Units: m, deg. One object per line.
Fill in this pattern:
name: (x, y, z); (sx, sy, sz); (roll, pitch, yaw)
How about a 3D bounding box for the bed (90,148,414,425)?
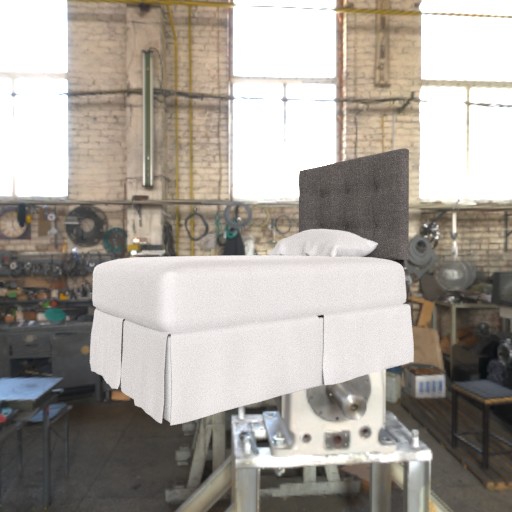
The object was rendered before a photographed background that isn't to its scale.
bed: (0.000, 0.000, 3.120); (1.997, 1.571, 1.261); (-1, 1, -37)
